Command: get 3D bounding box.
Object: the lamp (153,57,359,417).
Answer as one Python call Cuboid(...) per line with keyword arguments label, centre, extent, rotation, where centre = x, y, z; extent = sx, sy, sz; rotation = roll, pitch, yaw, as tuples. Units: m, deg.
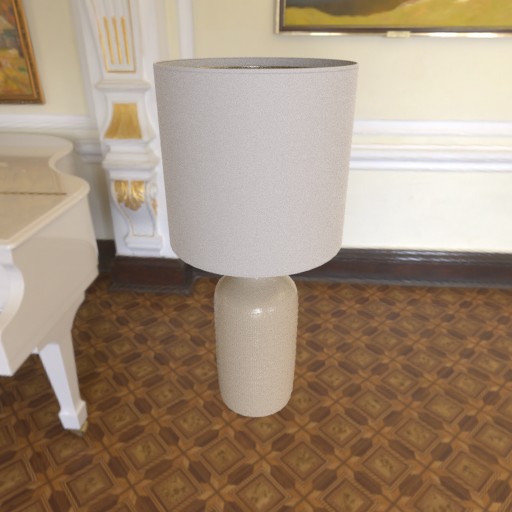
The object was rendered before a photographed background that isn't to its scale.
Cuboid(label="lamp", centre=(0.000, 0.000, 0.591), extent=(0.220, 0.475, 0.220), rotation=(8, 28, 15))
